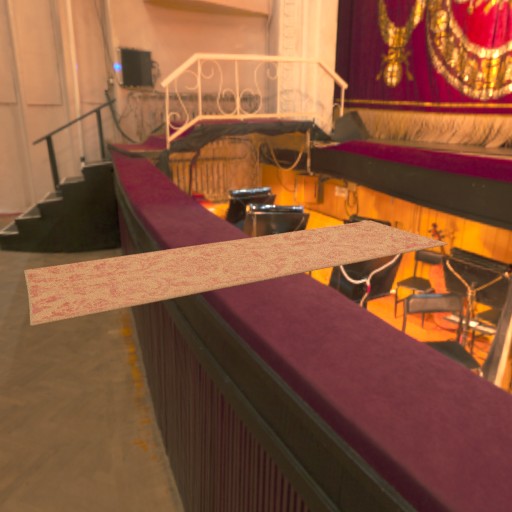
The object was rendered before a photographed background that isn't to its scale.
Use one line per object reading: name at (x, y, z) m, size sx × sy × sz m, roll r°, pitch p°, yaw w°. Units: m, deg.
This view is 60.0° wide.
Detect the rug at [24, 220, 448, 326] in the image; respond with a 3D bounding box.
rug at (0.000, 0.000, 2.364) m, size 2.196 × 0.011 × 0.662 m, roll -9°, pitch 20°, yaw -27°
